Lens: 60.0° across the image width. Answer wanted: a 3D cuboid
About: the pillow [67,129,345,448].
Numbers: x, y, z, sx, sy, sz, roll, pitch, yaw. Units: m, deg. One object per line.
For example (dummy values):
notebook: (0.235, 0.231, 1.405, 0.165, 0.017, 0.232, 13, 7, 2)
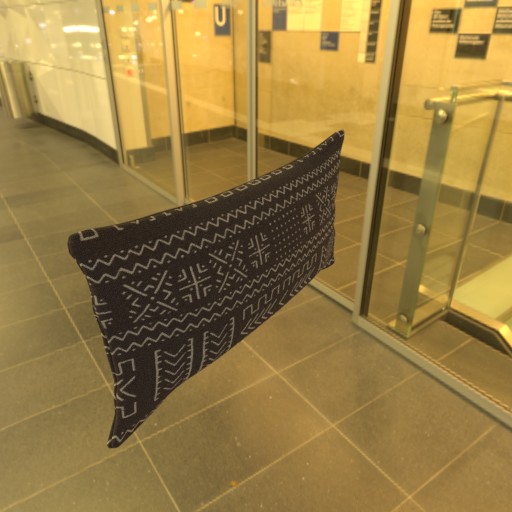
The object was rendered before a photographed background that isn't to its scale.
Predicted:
pillow: (0.000, 0.000, 0.767, 0.135, 0.322, 0.667, 18, 32, 31)
